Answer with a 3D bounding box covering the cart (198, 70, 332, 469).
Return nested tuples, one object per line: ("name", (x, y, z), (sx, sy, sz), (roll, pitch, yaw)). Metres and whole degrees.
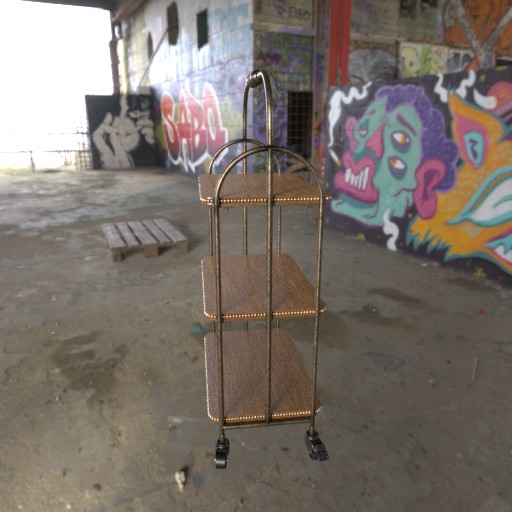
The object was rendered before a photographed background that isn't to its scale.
("cart", (0.000, 0.000, 1.355), (0.330, 1.052, 0.650), (-2, 17, -7))
